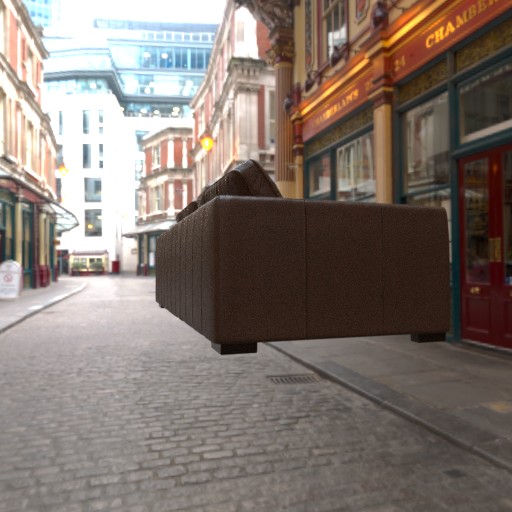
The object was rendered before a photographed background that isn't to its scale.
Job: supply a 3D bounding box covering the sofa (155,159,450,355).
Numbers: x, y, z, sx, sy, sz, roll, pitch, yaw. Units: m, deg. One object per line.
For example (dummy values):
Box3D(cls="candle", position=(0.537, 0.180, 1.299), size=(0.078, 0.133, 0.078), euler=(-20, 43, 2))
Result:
Box3D(cls="sofa", position=(0.000, 0.000, 2.818), size=(1.070, 0.801, 2.262), euler=(1, -2, -18))
